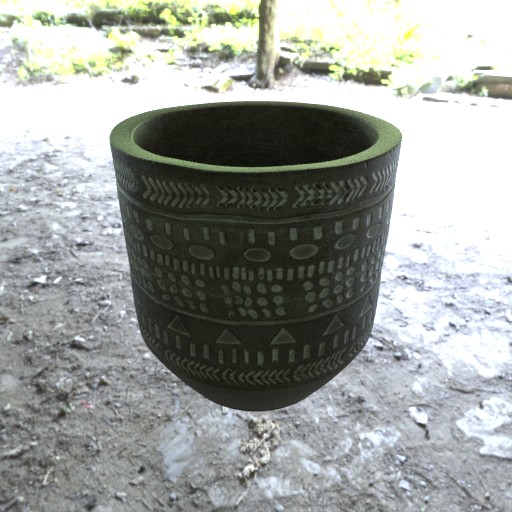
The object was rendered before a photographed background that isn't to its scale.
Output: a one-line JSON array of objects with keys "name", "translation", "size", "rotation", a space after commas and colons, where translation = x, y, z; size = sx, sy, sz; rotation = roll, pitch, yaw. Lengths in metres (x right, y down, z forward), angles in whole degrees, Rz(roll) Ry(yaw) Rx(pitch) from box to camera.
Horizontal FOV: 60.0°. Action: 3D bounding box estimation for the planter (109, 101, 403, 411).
[{"name": "planter", "translation": [0.000, 0.000, 0.257], "size": [0.142, 0.149, 0.142], "rotation": [0, 29, 0]}]
